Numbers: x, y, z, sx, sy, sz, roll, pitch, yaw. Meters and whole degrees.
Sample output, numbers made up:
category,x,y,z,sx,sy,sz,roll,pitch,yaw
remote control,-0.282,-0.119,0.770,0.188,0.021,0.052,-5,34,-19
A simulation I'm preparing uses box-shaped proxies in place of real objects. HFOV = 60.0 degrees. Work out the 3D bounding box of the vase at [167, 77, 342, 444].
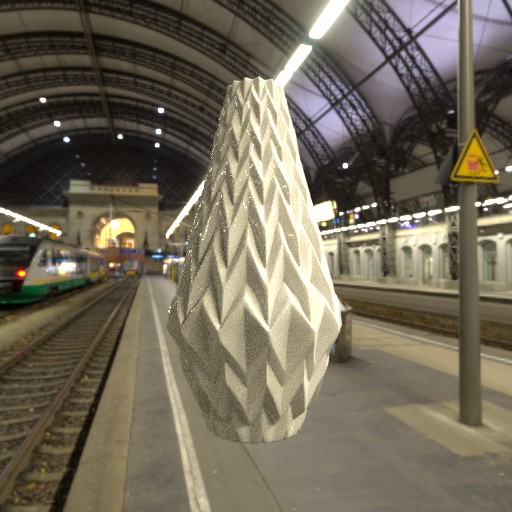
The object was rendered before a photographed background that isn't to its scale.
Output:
category,x,y,z,sx,sy,sz,roll,pitch,yaw
vase,0.000,0.000,0.429,0.167,0.328,0.167,0,-1,0
